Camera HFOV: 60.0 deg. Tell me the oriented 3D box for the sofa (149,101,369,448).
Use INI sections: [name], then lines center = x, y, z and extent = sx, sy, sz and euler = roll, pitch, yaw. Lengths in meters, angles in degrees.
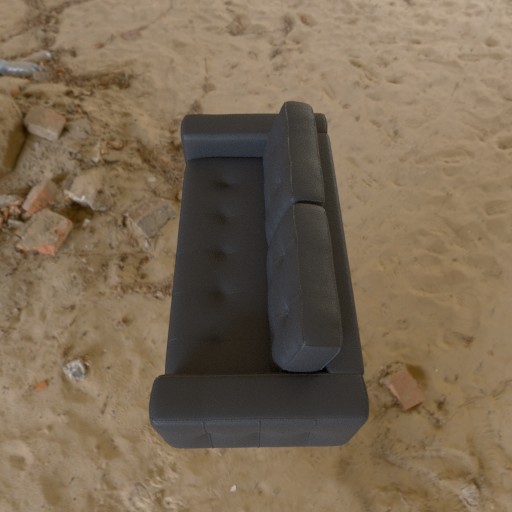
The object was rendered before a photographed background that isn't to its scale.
[sofa]
center = 0.000, 0.000, 2.232
extent = 0.833, 0.893, 1.726
euler = -1, 57, 0
